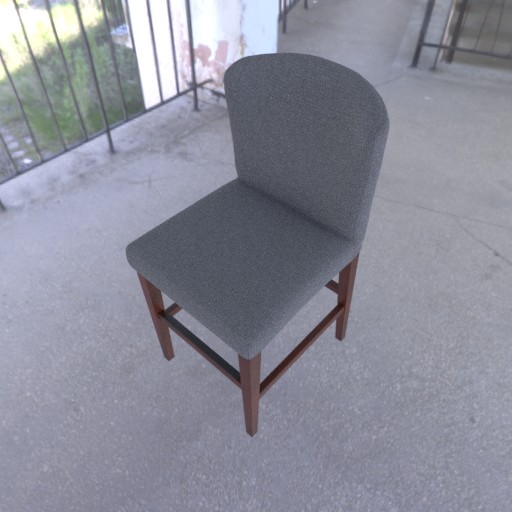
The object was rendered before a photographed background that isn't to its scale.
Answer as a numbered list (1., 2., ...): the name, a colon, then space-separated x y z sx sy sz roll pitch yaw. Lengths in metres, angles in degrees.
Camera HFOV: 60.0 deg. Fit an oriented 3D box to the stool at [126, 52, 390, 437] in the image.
1. stool: 0.000 0.000 1.294 0.479 0.968 0.568 33 54 28
